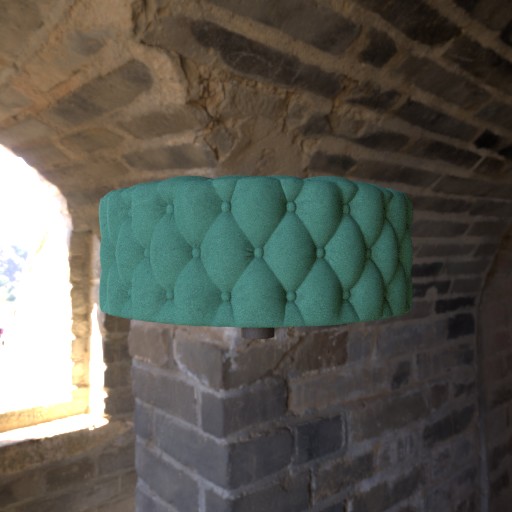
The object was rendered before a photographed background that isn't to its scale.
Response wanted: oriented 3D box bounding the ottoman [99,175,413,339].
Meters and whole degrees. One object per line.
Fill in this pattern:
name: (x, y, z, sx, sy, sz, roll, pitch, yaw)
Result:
ottoman: (0.000, 0.000, 1.484, 0.998, 0.399, 0.998, 0, 0, 0)
